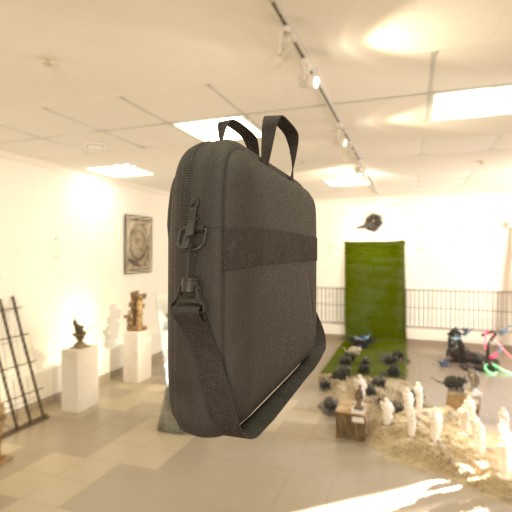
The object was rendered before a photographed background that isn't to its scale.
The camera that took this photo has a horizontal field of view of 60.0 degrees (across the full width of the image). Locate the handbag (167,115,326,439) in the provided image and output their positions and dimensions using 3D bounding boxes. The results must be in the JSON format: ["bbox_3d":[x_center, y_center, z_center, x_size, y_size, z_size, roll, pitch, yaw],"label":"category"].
[{"bbox_3d":[0.000,0.000,0.425,0.089,0.244,0.320,0,0,19],"label":"handbag"}]
